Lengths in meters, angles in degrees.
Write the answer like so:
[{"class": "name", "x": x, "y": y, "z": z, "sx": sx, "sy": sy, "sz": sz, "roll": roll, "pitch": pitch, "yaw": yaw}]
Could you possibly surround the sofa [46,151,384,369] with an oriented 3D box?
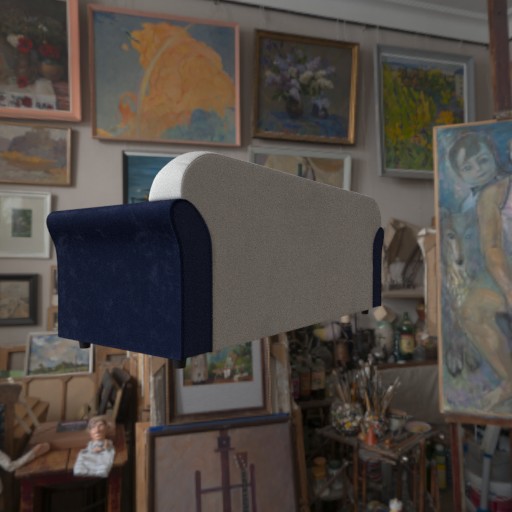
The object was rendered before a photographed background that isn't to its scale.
[{"class": "sofa", "x": 0.000, "y": 0.000, "z": 2.464, "sx": 0.749, "sy": 0.789, "sz": 2.006, "roll": 0, "pitch": 0, "yaw": 35}]
